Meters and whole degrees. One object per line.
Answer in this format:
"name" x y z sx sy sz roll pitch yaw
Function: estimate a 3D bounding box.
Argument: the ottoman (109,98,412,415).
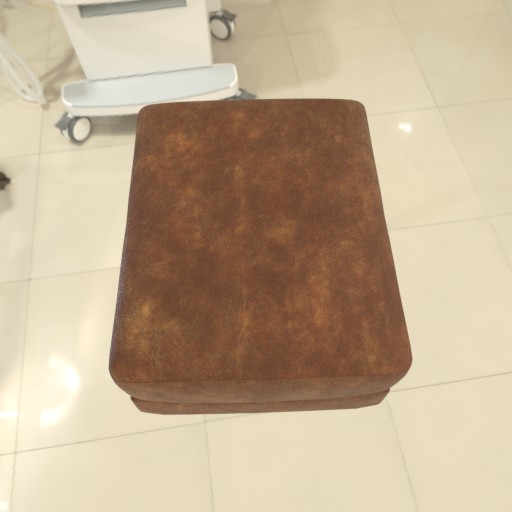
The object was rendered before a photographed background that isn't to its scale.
"ottoman" 0.000 0.000 1.154 0.603 0.476 0.751 -2 63 -1
